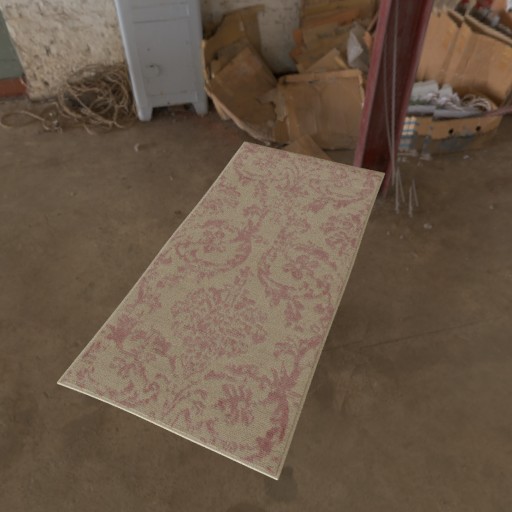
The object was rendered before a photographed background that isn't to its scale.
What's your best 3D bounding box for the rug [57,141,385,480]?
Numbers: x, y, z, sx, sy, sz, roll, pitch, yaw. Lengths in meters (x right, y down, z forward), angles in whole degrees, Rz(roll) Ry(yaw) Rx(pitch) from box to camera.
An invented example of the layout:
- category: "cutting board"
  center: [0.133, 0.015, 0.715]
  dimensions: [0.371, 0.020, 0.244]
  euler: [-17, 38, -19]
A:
- category: "rug"
  center: [0.000, 0.000, 1.440]
  dimensions: [0.604, 0.007, 1.219]
  euler: [17, 49, 15]
